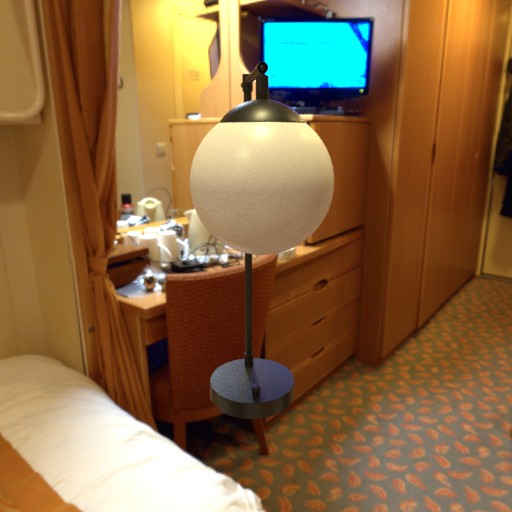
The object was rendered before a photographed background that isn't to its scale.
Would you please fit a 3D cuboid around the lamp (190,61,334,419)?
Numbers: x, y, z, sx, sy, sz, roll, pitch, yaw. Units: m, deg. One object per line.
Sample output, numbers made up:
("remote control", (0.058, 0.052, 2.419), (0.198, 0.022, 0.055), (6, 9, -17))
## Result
("lamp", (0.000, 0.000, 0.701), (0.197, 0.559, 0.316), (-2, 16, -8))
